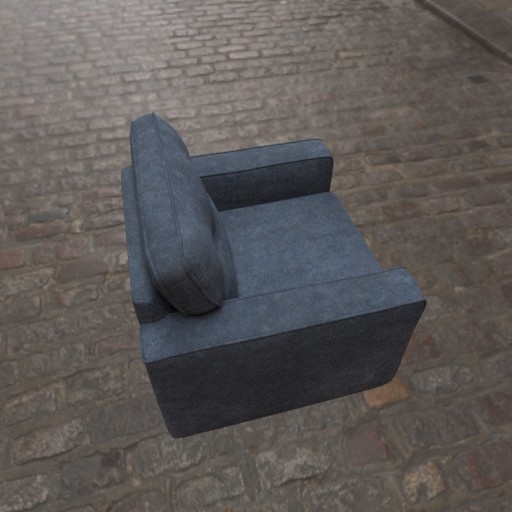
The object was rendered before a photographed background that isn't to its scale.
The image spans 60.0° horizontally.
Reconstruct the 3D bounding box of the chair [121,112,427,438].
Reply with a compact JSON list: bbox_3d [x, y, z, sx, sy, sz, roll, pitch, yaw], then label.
[{"bbox_3d":[0.000,0.000,1.799,0.939,0.965,1.015,-11,48,-10],"label":"chair"}]
